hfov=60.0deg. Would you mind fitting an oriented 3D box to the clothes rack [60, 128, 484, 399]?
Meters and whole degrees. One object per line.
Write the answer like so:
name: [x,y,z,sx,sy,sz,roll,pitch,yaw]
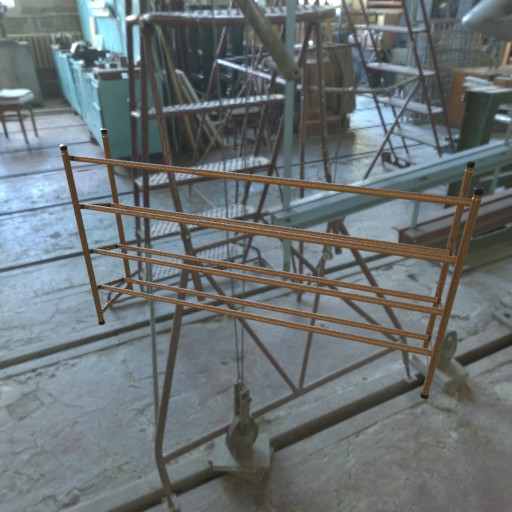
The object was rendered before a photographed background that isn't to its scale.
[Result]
clothes rack: [0.000,0.000,1.421,1.168,0.672,0.229,9,31,16]
